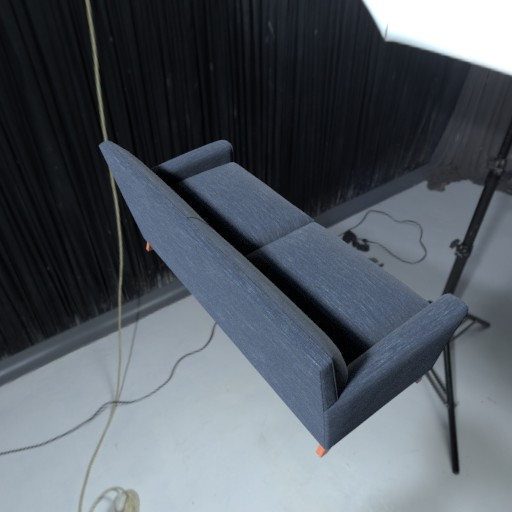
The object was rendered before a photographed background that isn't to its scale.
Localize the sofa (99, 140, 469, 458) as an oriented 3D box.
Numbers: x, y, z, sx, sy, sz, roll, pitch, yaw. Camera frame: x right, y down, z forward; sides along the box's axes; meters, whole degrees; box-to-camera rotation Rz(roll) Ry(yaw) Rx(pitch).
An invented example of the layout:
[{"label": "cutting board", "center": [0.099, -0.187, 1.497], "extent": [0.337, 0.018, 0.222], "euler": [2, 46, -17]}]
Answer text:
[{"label": "sofa", "center": [0.000, 0.000, 2.434], "extent": [0.875, 0.846, 1.976], "euler": [-25, 47, -26]}]
